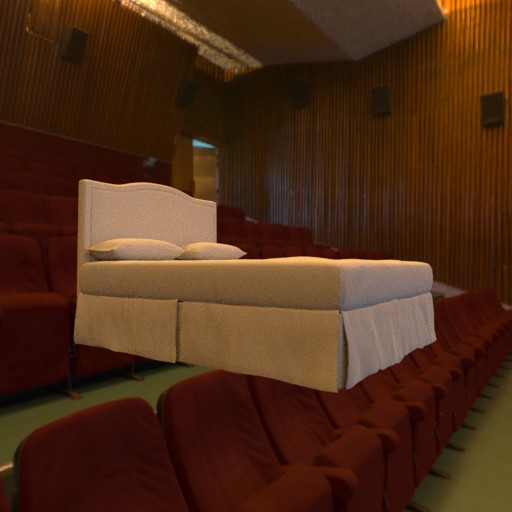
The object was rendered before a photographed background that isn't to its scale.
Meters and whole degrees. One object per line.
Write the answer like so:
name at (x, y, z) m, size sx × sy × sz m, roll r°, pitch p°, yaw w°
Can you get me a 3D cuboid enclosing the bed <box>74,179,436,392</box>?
bed at (0.000, 0.000, 3.698) m, size 2.477 × 1.437 × 1.977 m, roll -1°, pitch -1°, yaw 35°
